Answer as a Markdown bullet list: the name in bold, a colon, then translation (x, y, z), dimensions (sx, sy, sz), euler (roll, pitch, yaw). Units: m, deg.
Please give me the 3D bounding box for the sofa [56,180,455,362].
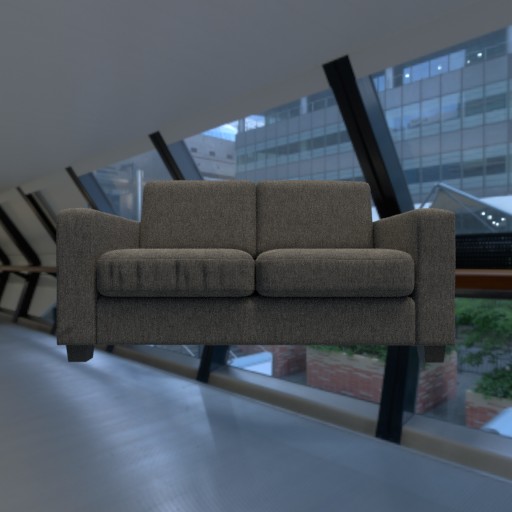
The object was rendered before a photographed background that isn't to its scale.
- **sofa**: translation (0.000, 0.000, 2.054), dimensions (1.520, 0.800, 0.900), euler (0, 0, 0)
